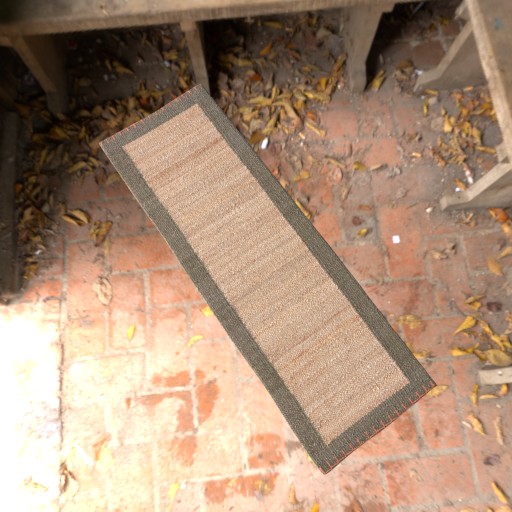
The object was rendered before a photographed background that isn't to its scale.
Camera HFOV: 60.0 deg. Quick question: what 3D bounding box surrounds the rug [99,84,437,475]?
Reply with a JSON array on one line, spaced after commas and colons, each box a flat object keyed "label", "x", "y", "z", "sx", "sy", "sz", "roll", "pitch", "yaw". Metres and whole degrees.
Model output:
[{"label": "rug", "x": 0.000, "y": 0.000, "z": 2.684, "sx": 0.810, "sy": 0.016, "sz": 2.413, "roll": -34, "pitch": 78, "yaw": -9}]
